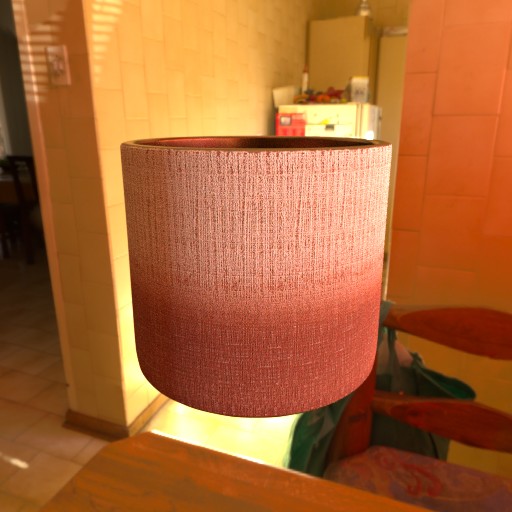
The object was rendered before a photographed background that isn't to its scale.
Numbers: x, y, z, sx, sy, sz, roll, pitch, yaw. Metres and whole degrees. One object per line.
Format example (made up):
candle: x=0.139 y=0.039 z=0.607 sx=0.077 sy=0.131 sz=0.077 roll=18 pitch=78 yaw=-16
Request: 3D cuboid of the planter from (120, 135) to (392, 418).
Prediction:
planter: x=0.000 y=0.000 z=0.397 sx=0.221 sy=0.201 sz=0.221 roll=0 pitch=17 yaw=0
